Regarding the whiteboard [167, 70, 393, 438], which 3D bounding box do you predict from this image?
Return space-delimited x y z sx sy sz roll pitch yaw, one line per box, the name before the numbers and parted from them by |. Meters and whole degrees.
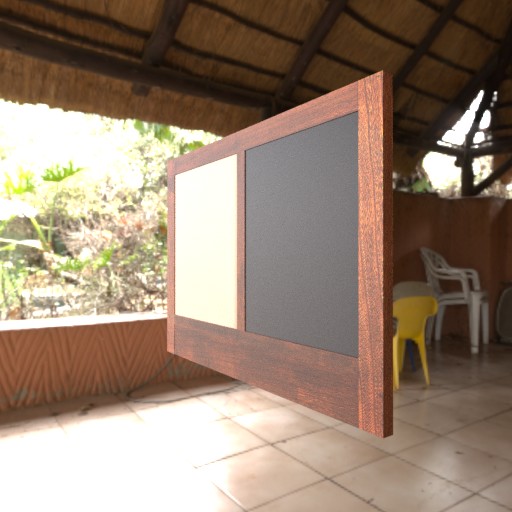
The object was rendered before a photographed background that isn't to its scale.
whiteboard | 0.000 0.000 1.000 0.083 0.553 0.768 0 0 -36
